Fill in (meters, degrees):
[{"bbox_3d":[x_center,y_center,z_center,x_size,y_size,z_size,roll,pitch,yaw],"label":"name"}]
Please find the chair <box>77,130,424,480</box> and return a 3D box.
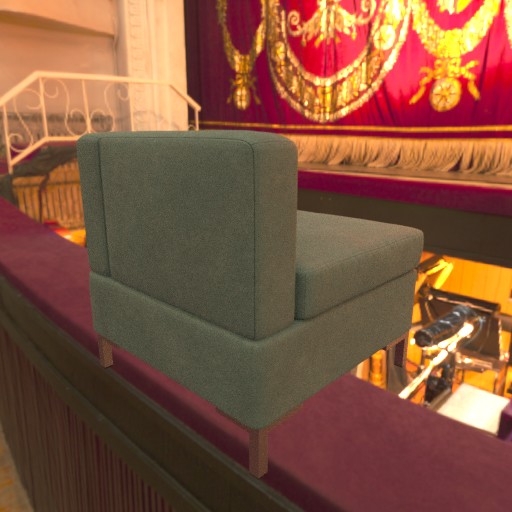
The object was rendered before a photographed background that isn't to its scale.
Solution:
[{"bbox_3d":[0.000,0.000,1.217,0.680,0.660,0.680,14,21,42],"label":"chair"}]
